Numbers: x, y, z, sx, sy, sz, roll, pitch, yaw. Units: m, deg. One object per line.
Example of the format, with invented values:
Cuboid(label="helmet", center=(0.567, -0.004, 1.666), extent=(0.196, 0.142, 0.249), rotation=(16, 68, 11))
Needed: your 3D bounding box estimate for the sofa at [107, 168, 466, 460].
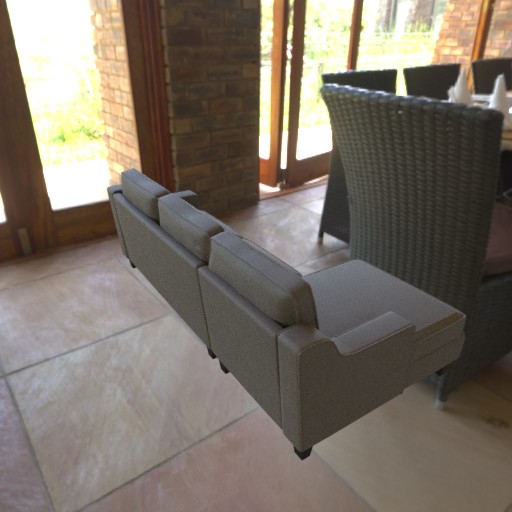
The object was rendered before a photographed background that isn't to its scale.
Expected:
Cuboid(label="sofa", center=(0.000, 0.000, 3.162), extent=(1.294, 0.928, 2.561), rotation=(-17, 31, -30))
